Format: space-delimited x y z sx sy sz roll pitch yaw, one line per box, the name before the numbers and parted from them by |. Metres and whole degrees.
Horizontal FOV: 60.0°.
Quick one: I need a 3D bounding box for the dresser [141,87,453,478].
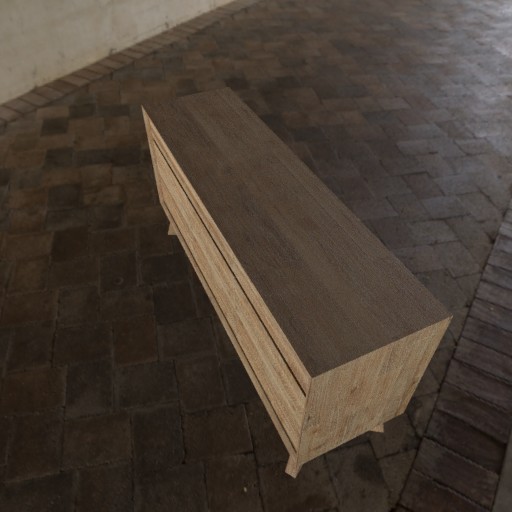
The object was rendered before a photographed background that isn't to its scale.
dresser | 0.000 0.000 1.951 0.455 0.788 1.602 -19 48 -18
